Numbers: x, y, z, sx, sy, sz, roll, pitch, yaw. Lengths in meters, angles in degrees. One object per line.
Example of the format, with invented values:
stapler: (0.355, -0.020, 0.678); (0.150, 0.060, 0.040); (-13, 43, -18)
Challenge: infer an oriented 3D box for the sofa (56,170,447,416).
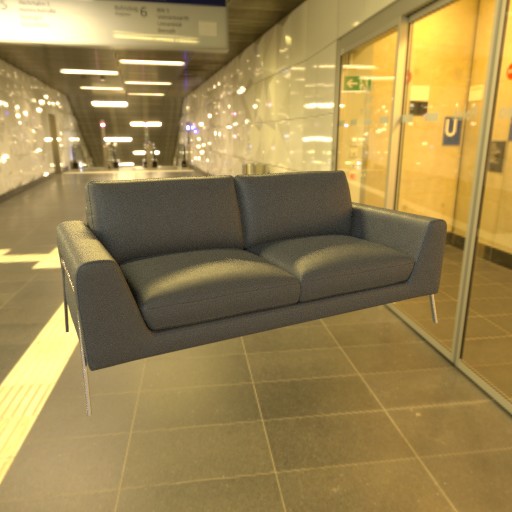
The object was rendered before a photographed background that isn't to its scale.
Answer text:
sofa: (0.000, 0.000, 2.522); (2.017, 0.875, 0.953); (-8, 17, -27)
